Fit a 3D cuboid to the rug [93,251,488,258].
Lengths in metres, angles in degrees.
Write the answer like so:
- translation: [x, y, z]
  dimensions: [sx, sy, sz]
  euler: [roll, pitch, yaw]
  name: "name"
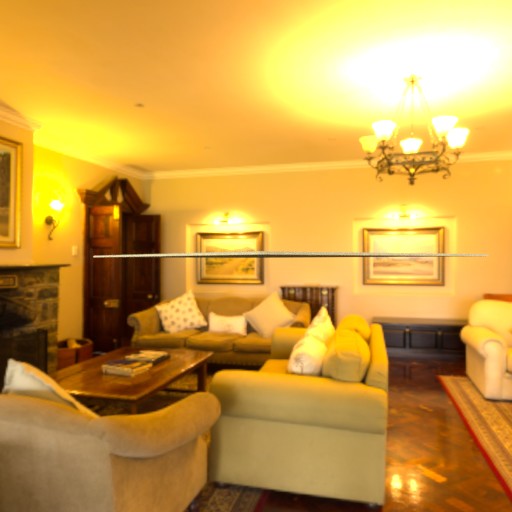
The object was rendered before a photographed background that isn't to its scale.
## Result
- translation: [0.000, 0.000, 2.348]
  dimensions: [1.219, 0.010, 1.829]
  euler: [0, -1, -34]
  name: "rug"
